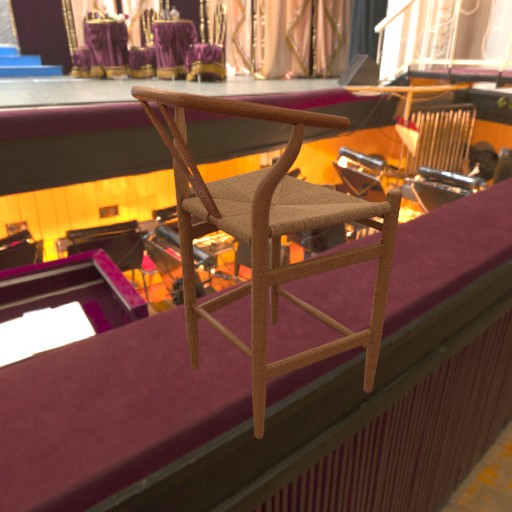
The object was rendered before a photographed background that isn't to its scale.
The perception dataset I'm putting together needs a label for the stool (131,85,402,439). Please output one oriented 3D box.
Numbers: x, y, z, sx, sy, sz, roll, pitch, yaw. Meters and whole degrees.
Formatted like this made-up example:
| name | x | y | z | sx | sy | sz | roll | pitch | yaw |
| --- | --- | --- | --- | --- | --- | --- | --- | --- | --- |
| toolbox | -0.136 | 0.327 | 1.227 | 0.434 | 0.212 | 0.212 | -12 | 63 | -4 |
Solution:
| name | x | y | z | sx | sy | sz | roll | pitch | yaw |
| --- | --- | --- | --- | --- | --- | --- | --- | --- | --- |
| stool | 0.000 | 0.000 | 1.260 | 0.575 | 0.923 | 0.536 | -17 | 30 | -33 |
